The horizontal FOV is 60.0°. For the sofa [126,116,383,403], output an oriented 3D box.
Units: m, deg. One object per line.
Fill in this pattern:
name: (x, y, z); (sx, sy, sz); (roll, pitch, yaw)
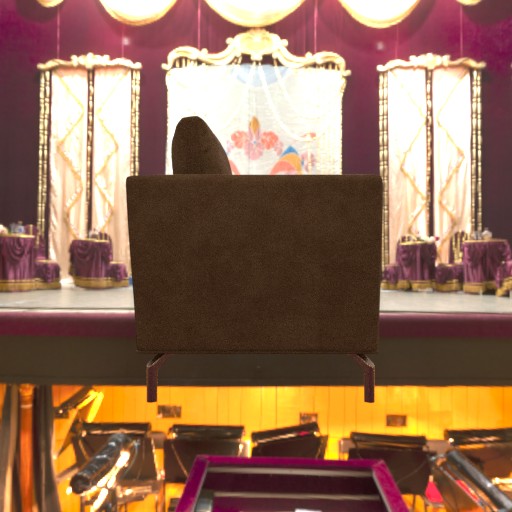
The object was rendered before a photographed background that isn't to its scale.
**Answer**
sofa: (0.000, 0.000, 2.338); (0.855, 1.013, 1.832); (0, -1, 0)
